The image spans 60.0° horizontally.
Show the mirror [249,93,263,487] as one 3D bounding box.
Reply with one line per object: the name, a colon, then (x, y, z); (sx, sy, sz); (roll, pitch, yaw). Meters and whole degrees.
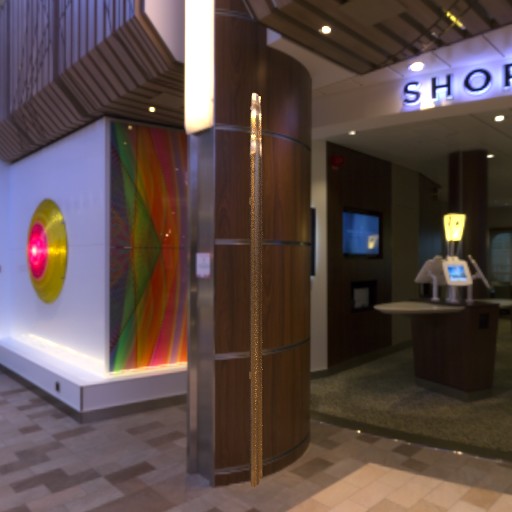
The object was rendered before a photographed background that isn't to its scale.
mirror: (0.000, 0.000, 0.864); (0.018, 0.635, 0.513); (0, 0, 0)
